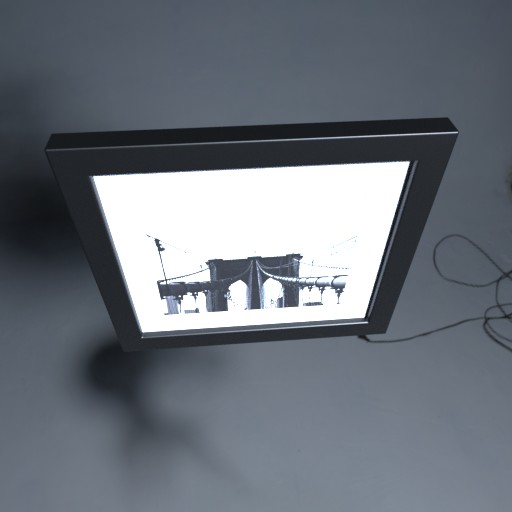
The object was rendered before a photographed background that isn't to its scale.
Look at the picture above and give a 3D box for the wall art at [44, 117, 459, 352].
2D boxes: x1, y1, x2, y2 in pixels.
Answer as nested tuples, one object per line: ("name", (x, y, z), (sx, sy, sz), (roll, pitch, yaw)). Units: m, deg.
("wall art", (0.000, 0.000, 0.532), (0.380, 0.330, 0.028), (-3, 46, -3))
